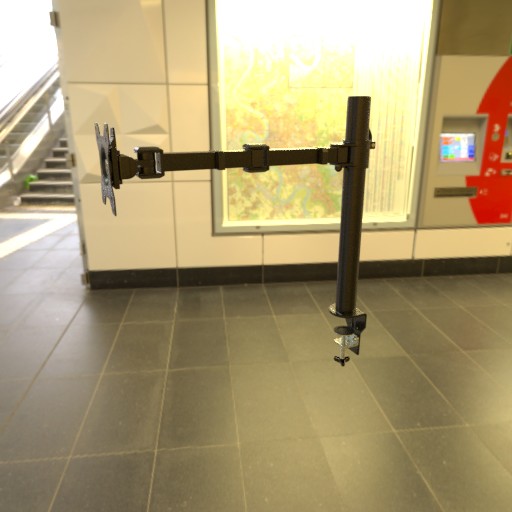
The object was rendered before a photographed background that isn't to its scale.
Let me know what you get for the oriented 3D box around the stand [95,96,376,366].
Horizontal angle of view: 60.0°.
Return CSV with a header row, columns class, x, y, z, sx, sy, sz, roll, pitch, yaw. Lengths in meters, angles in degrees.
class,x,y,z,sx,sy,sz,roll,pitch,yaw
stand,0.000,0.000,0.741,0.456,0.510,0.115,-8,19,-25
